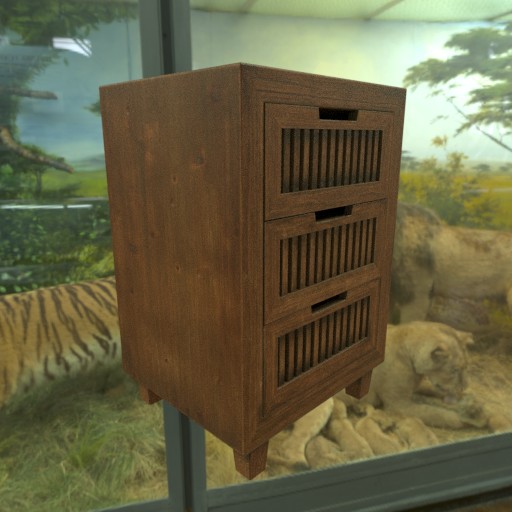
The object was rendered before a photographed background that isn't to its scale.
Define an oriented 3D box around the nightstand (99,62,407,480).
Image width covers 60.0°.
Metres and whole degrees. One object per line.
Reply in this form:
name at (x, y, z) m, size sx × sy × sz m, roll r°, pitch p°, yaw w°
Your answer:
nightstand at (0.000, 0.000, 0.972) m, size 0.410 × 0.695 × 0.465 m, roll 14°, pitch 21°, yaw 43°
